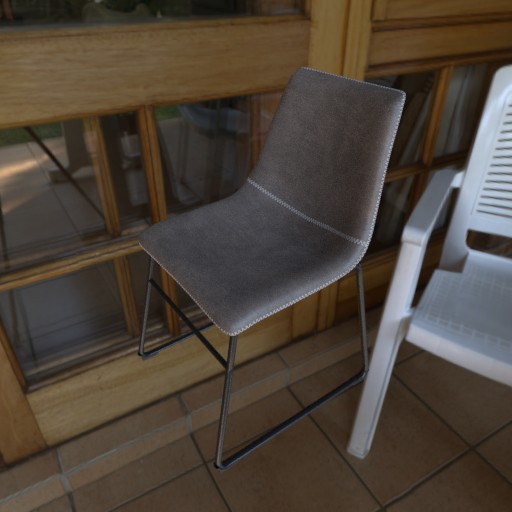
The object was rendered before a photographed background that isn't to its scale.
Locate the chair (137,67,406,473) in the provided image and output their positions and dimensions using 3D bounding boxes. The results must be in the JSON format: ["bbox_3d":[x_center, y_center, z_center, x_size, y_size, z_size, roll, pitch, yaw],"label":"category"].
[{"bbox_3d":[0.000,0.000,1.101,0.550,0.780,0.460,-22,39,-29],"label":"chair"}]
